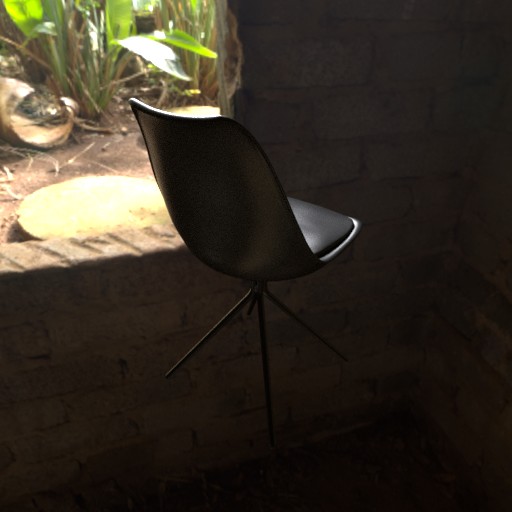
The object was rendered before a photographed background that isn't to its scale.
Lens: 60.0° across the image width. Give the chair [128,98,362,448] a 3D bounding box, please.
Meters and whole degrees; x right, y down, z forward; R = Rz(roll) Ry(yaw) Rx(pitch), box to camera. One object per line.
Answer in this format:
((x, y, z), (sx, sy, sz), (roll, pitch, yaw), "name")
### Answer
((0.000, 0.000, 1.175), (0.461, 0.850, 0.525), (21, 37, 32), "chair")
